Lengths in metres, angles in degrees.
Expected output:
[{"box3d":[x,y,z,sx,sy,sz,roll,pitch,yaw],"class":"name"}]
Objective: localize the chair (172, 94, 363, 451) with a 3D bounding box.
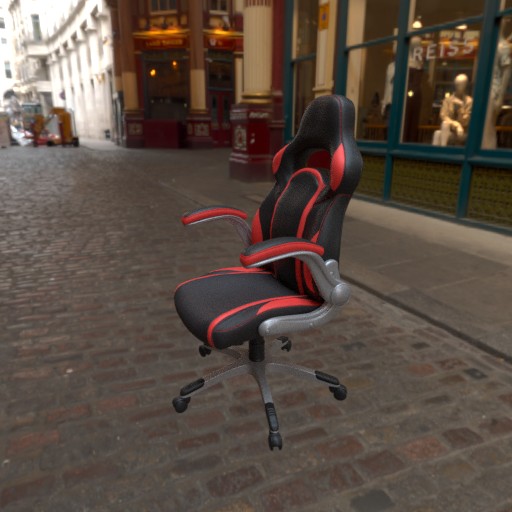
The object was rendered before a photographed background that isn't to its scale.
[{"box3d":[0.000,0.000,1.686,0.712,1.165,0.758,-9,20,-25],"class":"chair"}]
